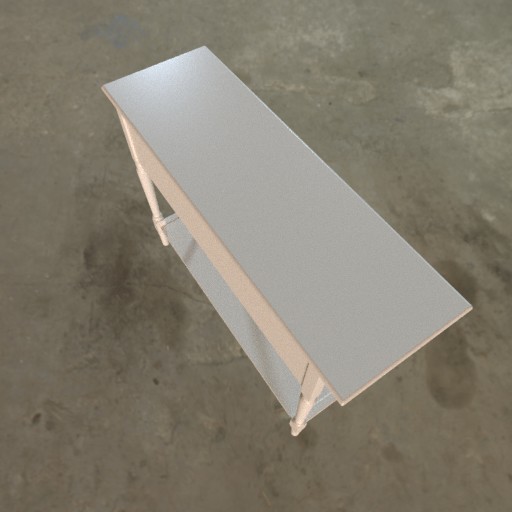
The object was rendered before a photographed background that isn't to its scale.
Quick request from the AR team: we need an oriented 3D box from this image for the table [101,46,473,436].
[{"bbox_3d":[0.000,0.000,1.547,0.386,0.814,1.191,-30,63,-17],"label":"table"}]
